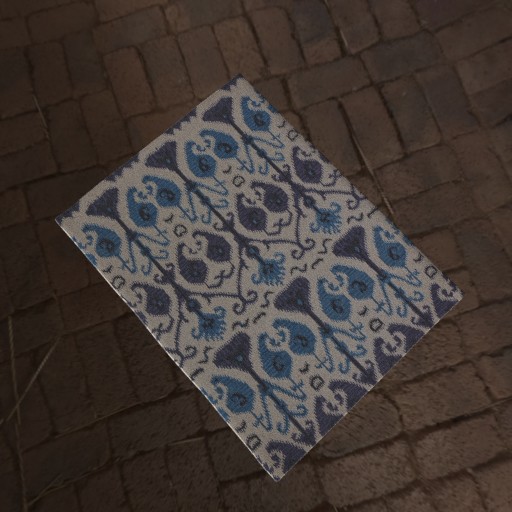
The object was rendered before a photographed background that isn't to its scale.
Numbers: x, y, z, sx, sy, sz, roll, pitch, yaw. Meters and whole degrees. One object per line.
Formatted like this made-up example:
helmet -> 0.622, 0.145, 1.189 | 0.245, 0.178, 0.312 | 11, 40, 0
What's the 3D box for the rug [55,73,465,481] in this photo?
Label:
rug -> 0.000, 0.000, 4.282 | 2.443, 0.024, 3.228 | -42, 80, -9
